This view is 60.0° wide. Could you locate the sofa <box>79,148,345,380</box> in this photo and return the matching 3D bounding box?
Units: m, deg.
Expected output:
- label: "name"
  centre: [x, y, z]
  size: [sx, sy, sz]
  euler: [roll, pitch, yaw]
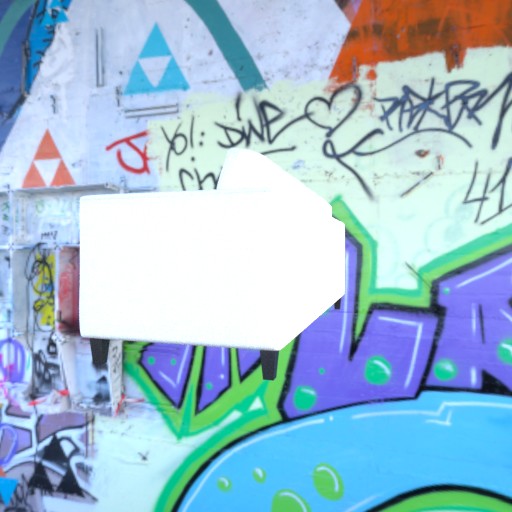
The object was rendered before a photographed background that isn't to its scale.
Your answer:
- label: "sofa"
  centre: [0.000, 0.000, 2.984]
  size: [0.948, 0.965, 2.434]
  euler: [0, 1, 17]
